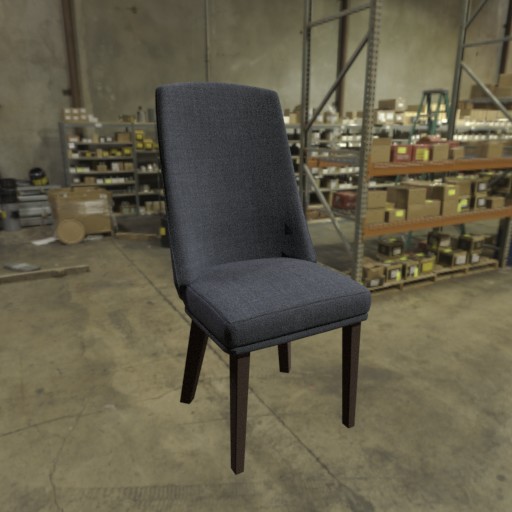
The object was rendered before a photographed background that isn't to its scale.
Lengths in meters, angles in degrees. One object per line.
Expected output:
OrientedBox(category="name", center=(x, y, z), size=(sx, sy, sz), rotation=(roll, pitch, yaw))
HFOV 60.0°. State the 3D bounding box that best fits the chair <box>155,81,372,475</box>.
OrientedBox(category="chair", center=(0.000, 0.000, 1.372), size=(0.510, 1.050, 0.577), rotation=(-9, 19, -28))
